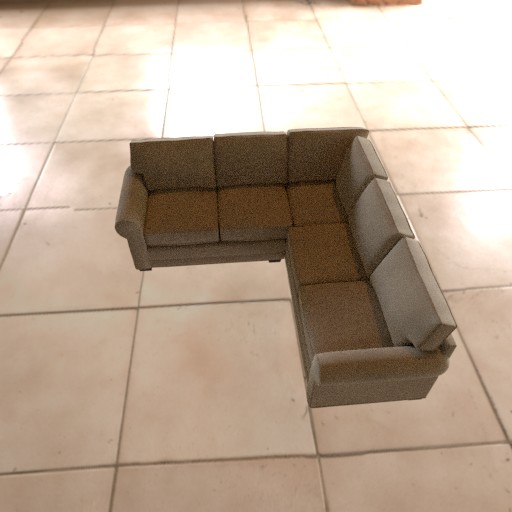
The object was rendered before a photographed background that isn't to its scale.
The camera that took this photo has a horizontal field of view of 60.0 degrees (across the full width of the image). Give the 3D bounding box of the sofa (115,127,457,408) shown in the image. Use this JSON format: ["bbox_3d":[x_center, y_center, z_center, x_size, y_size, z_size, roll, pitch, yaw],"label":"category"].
[{"bbox_3d":[0.000,0.000,3.864,2.487,1.054,2.569,-4,47,-3],"label":"sofa"}]
